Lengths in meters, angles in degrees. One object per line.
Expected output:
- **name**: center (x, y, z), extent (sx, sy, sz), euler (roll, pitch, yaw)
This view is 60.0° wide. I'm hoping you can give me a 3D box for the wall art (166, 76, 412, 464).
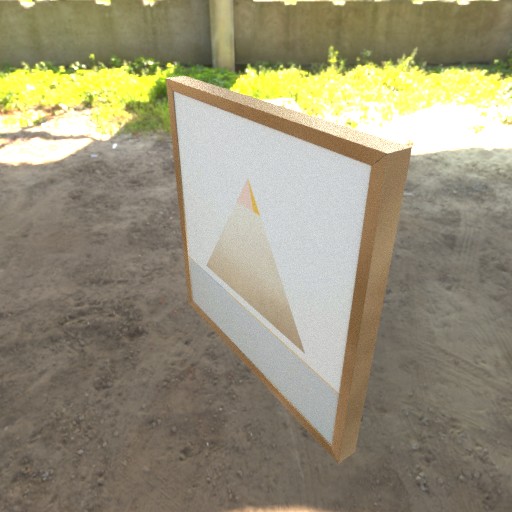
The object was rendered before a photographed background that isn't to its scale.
- **wall art**: center (0.000, 0.000, 0.765), extent (0.038, 0.511, 0.513), euler (-20, 37, -29)
